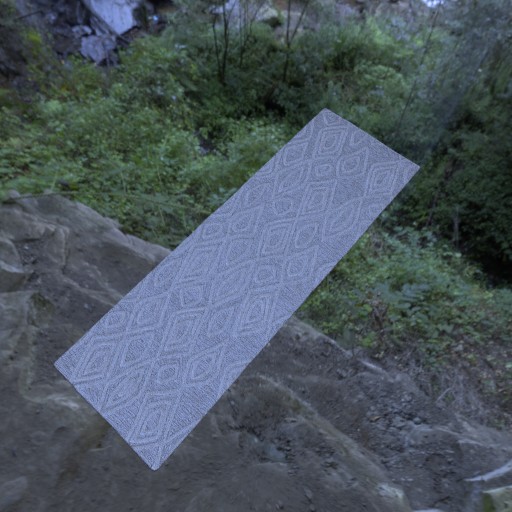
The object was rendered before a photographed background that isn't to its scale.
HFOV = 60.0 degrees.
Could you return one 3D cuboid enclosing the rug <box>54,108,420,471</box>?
[{"bbox_3d":[0.000,0.000,2.678,0.807,0.013,2.436,38,70,16],"label":"rug"}]
